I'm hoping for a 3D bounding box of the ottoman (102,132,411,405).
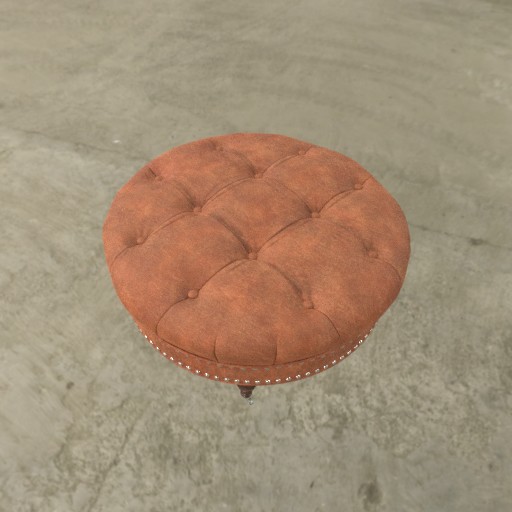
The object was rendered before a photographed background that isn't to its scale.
[{"bbox_3d":[0.000,0.000,1.424,0.901,0.444,0.901,0,47,0],"label":"ottoman"}]
